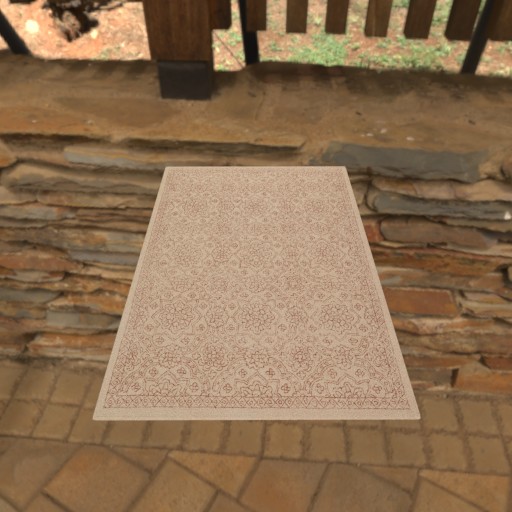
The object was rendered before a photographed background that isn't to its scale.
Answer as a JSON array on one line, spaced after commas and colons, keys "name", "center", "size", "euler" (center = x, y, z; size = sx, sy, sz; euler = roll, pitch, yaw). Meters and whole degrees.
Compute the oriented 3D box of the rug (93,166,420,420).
[{"name": "rug", "center": [0.000, 0.000, 2.325], "size": [1.219, 0.010, 1.829], "euler": [0, 42, 0]}]
